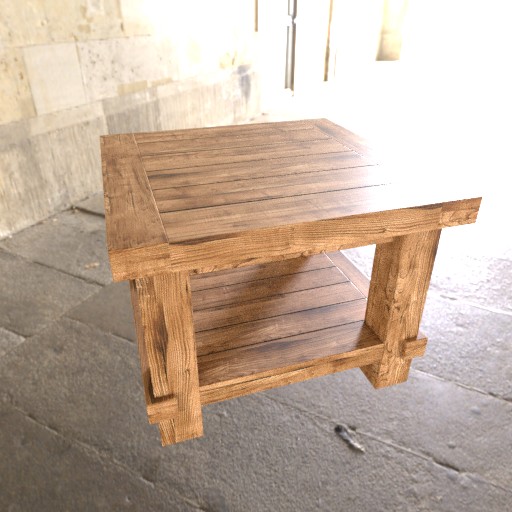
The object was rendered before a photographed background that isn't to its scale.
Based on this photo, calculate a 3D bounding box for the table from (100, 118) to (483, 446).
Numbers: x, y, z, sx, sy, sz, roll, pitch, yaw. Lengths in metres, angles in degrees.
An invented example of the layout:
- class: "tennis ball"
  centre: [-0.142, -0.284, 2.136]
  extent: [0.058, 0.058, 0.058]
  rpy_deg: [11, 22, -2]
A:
- class: "table"
  centre: [0.000, 0.000, 1.032]
  extent: [0.610, 0.457, 0.610]
  rpy_deg: [-9, 31, -15]
